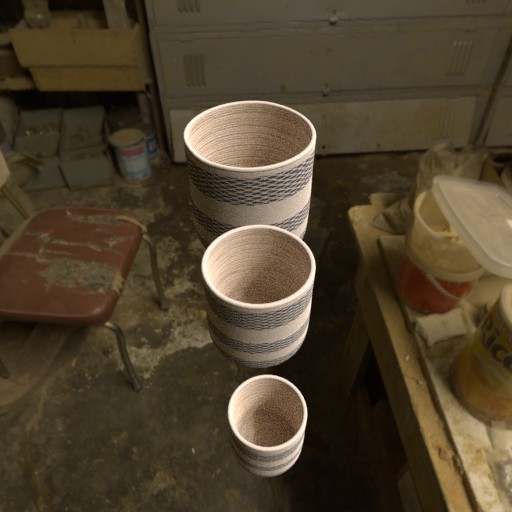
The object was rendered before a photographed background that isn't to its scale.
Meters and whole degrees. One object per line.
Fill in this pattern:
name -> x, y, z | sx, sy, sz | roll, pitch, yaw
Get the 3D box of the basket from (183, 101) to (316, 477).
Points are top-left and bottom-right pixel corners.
basket -> 0.000, 0.000, 1.085 | 0.351, 0.356, 0.917 | -2, 46, -2
